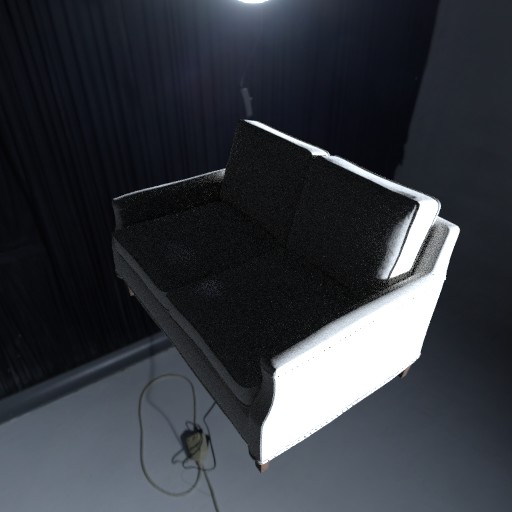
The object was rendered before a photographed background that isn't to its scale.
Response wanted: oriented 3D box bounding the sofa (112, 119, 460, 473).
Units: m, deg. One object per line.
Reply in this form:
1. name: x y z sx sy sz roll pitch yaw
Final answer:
1. sofa: 0.000 0.000 2.321 1.084 1.003 1.597 -21 39 -28
